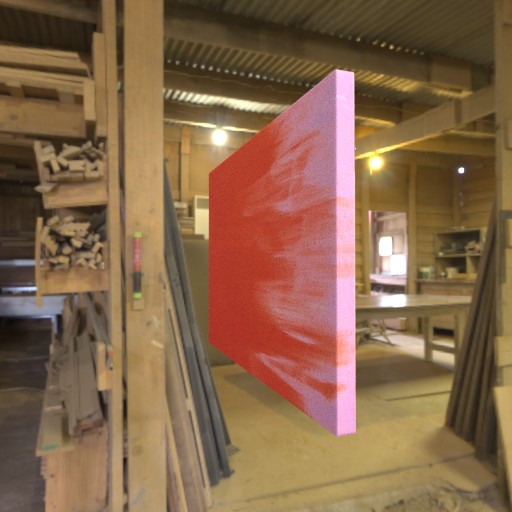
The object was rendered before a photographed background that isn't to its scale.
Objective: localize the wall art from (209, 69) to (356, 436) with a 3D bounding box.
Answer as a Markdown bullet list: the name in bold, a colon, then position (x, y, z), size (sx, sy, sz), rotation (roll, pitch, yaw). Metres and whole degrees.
- **wall art**: position (0.000, 0.000, 1.167), size (0.040, 0.609, 0.913), rotation (0, -1, -19)
